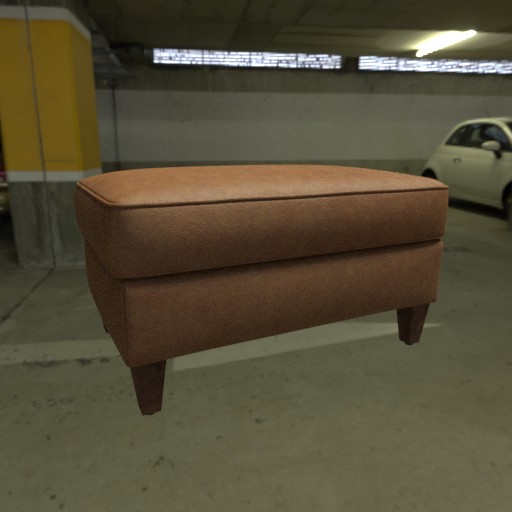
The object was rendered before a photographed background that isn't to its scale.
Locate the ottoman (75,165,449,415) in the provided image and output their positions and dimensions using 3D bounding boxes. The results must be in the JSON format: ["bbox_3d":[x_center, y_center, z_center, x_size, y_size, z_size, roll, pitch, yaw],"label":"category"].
[{"bbox_3d":[0.000,0.000,1.208,0.864,0.483,0.584,-7,16,-26],"label":"ottoman"}]
